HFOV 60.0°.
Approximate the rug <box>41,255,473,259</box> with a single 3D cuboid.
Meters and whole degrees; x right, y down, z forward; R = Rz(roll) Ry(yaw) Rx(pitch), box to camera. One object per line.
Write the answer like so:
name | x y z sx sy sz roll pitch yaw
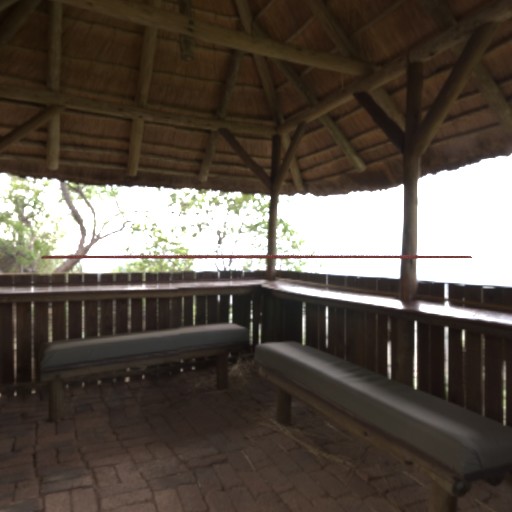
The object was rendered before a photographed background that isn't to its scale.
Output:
rug | 0.000 0.000 3.951 2.430 0.018 2.976 0 0 0
